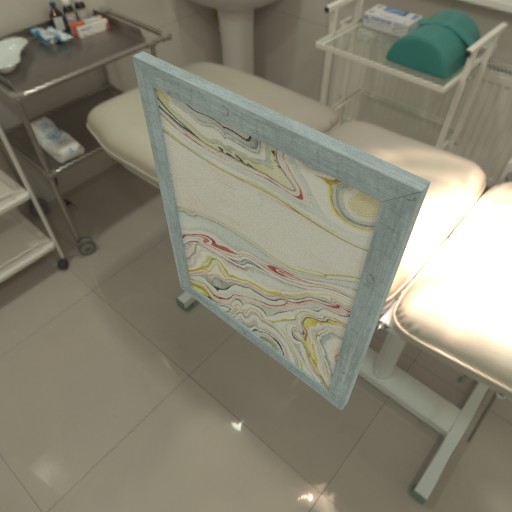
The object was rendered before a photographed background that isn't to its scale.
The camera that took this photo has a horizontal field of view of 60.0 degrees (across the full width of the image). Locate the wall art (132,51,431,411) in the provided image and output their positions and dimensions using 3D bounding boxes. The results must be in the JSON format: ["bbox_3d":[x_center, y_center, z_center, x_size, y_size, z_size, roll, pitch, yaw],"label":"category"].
[{"bbox_3d":[0.000,0.000,0.794,0.479,0.582,0.022,33,56,26],"label":"wall art"}]
